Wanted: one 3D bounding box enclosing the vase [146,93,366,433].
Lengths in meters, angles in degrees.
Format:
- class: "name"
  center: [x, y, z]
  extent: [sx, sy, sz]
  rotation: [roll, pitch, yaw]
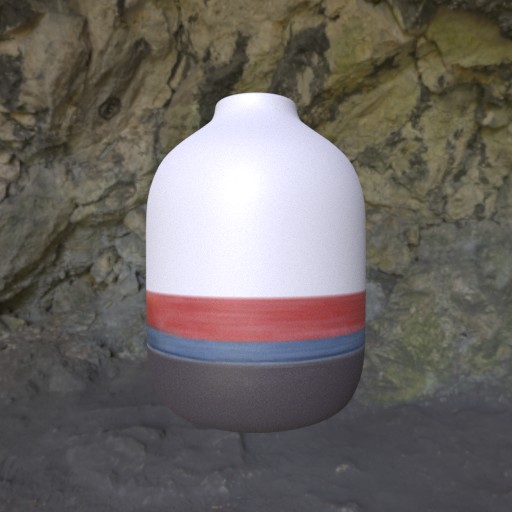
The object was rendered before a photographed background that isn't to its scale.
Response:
- class: "vase"
  center: [0.000, 0.000, 0.352]
  extent: [0.169, 0.237, 0.169]
  rotation: [0, 0, 0]
